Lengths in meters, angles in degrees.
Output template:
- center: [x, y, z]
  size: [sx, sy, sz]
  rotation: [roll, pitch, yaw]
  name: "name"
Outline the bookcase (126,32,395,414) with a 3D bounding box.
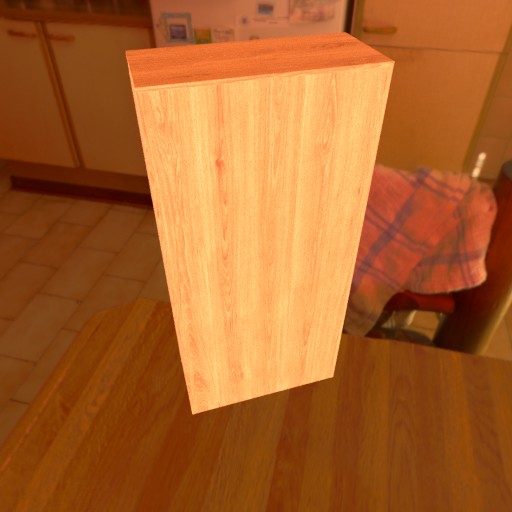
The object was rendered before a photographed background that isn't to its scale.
- center: [0.000, 0.000, 2.355]
  size: [0.950, 2.020, 0.420]
  rotation: [-11, 42, -13]
  name: "bookcase"
